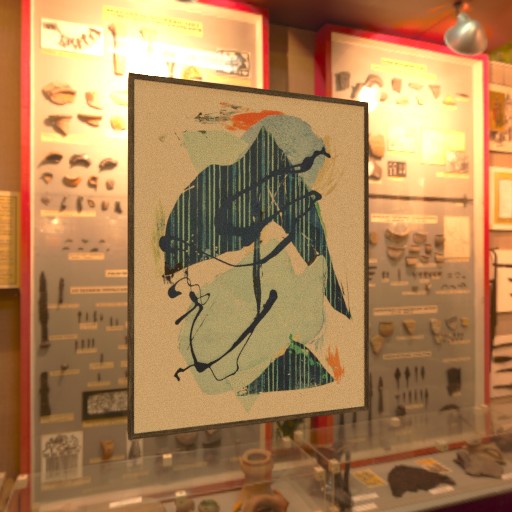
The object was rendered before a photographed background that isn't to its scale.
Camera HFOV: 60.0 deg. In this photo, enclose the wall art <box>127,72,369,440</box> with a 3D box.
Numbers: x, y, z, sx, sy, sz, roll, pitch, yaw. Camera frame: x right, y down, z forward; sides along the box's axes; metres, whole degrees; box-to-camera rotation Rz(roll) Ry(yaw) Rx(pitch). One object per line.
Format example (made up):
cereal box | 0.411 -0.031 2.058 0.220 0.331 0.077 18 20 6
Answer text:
wall art | 0.000 0.000 1.372 0.762 1.016 0.063 0 0 -18
